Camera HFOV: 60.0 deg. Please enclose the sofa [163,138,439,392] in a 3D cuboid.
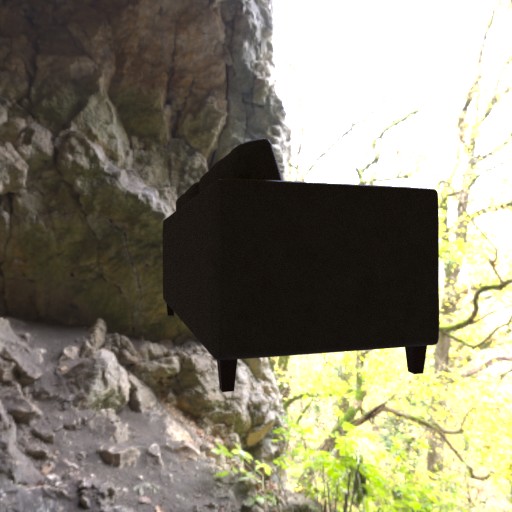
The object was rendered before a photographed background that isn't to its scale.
[{"bbox_3d":[0.000,0.000,2.695,0.951,0.965,2.208,0,1,-17],"label":"sofa"}]
